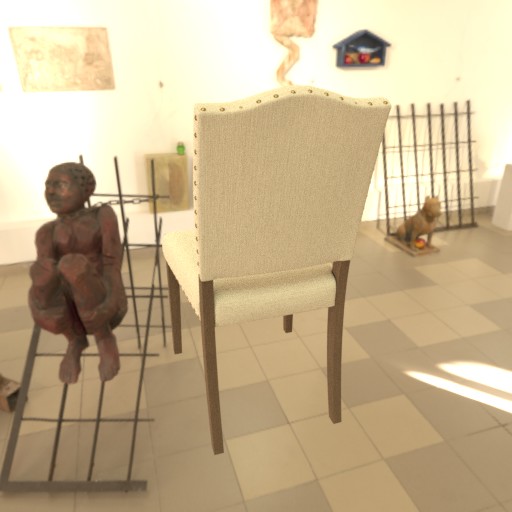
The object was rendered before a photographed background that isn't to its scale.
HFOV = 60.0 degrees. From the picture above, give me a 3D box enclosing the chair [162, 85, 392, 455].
[{"bbox_3d":[0.000,0.000,1.362,0.508,1.015,0.619,-8,26,-16],"label":"chair"}]
